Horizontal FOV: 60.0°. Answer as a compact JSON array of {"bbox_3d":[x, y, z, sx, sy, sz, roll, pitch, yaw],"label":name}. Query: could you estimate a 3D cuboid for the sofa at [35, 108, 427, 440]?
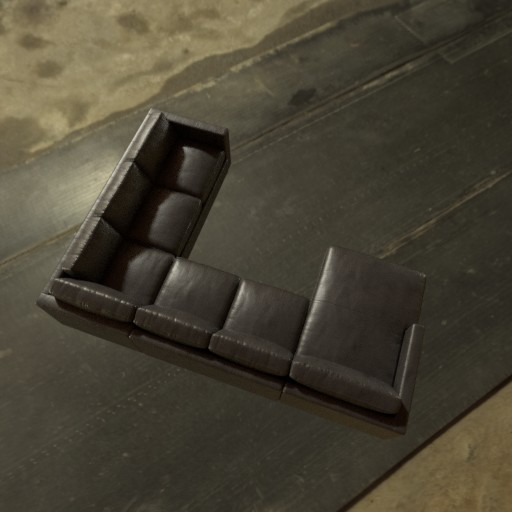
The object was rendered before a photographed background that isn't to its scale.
[{"bbox_3d":[0.000,0.000,4.455,3.324,0.891,2.452,17,65,8],"label":"sofa"}]
